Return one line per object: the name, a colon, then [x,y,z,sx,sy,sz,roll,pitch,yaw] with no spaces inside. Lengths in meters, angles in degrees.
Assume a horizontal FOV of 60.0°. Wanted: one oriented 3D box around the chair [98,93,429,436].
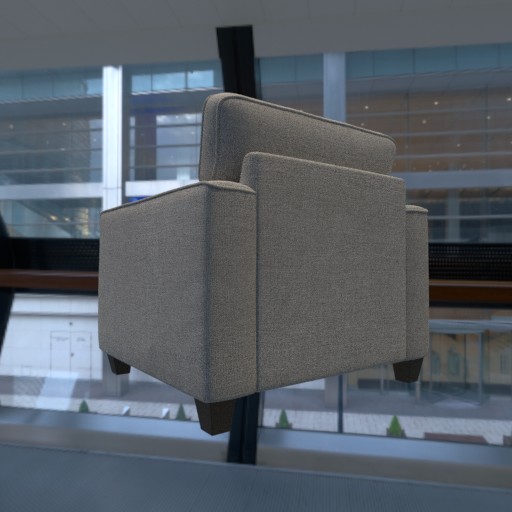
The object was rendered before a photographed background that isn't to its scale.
chair: [0.000,0.000,1.783,1.015,0.965,0.939,1,-1,-36]
